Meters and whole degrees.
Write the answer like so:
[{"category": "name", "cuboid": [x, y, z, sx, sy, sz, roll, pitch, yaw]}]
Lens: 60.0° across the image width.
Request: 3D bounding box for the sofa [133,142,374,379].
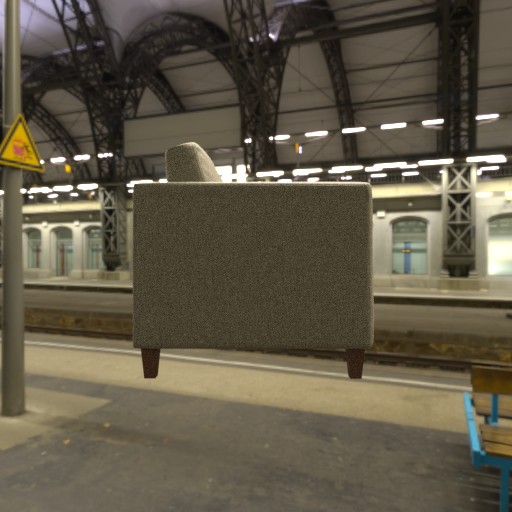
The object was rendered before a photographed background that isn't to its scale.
[{"category": "sofa", "cuboid": [0.000, 0.000, 2.760, 0.956, 0.960, 2.208, 0, 0, 0]}]
